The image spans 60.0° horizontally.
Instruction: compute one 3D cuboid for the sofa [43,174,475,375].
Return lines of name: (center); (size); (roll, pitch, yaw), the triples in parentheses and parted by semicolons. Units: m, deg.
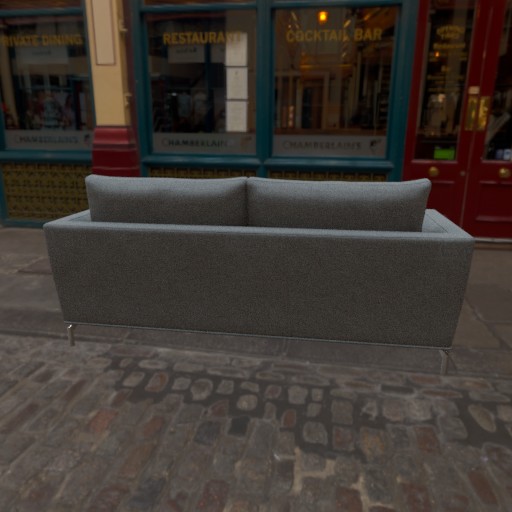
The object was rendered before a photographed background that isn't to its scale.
sofa: (0.000, 0.000, 2.690); (2.212, 1.002, 0.869); (2, 16, 9)
